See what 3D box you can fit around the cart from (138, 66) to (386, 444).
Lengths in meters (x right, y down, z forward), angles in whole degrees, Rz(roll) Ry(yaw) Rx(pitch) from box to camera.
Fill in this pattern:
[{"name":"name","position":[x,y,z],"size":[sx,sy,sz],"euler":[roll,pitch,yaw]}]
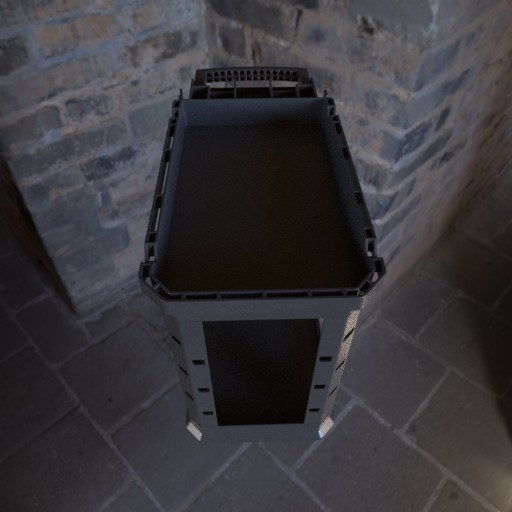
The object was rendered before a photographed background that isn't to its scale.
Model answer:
[{"name":"cart","position":[0.000,0.000,1.520],"size":[0.497,0.884,1.061],"euler":[-1,47,-1]}]
